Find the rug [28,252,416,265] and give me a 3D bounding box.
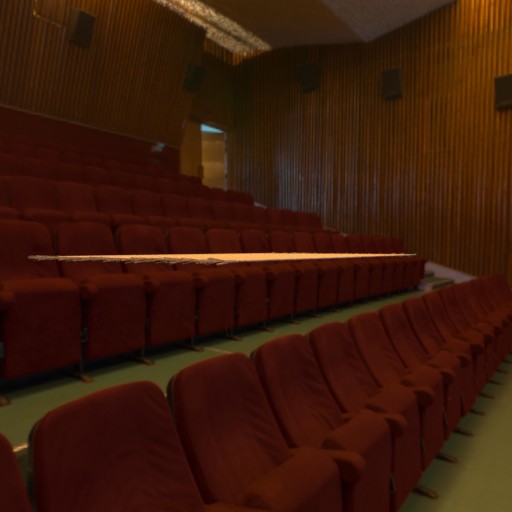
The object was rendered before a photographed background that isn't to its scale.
[{"bbox_3d":[0.000,0.000,2.540,1.224,0.027,2.021,1,1,36],"label":"rug"}]
